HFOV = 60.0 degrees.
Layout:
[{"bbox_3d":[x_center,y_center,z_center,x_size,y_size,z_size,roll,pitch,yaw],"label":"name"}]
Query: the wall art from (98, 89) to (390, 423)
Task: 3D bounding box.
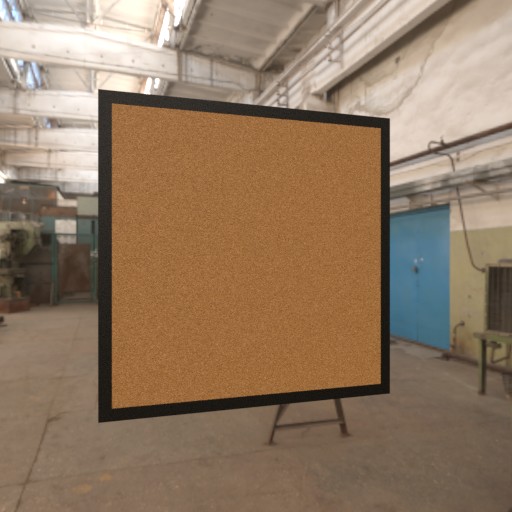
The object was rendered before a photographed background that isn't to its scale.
[{"bbox_3d":[0.000,0.000,1.137,0.762,0.762,0.038,0,0,-16],"label":"wall art"}]
